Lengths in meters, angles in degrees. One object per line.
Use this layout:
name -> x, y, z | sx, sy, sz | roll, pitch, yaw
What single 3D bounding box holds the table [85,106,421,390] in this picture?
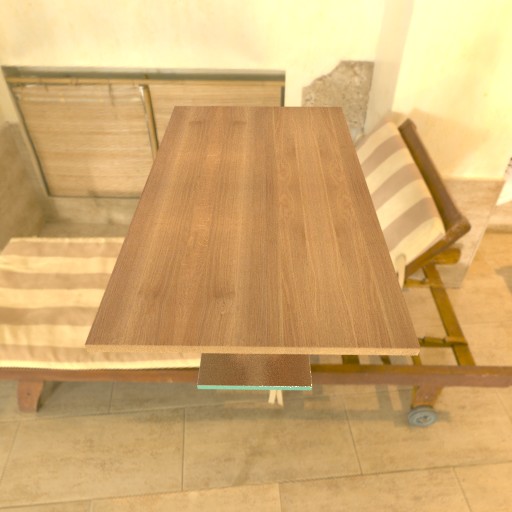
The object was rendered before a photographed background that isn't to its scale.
table -> 0.000, 0.000, 2.035 | 0.900, 0.750, 1.600 | 0, 41, 1
